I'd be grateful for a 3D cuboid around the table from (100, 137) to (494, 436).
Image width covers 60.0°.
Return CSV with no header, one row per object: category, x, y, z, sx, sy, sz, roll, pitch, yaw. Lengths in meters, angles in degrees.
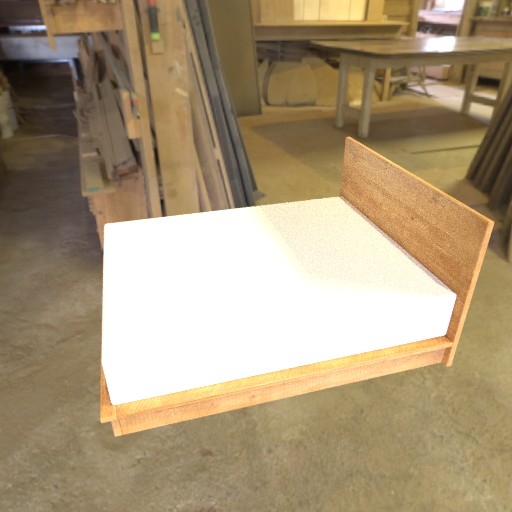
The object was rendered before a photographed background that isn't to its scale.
table,0.000,0.000,3.068,2.149,1.041,1.707,-8,31,-14
